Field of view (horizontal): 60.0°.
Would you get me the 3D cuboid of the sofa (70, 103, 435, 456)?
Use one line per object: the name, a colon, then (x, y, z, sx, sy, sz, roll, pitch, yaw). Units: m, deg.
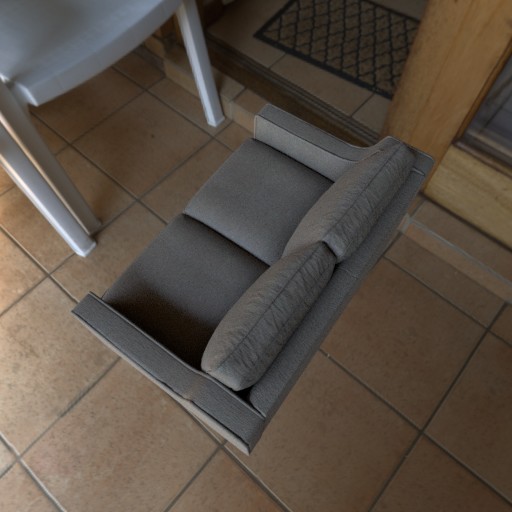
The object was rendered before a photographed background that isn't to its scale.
sofa: (0.000, 0.000, 2.192, 0.985, 0.981, 1.503, 32, 68, 15)
